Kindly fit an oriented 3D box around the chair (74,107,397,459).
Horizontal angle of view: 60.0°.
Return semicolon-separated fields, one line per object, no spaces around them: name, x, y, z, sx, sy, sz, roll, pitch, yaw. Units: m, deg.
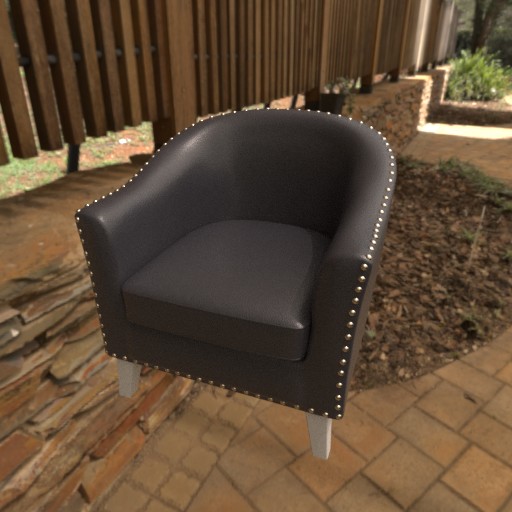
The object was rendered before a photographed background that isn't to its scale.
chair;0.000;0.000;1.430;0.794;0.823;0.748;10;28;19
